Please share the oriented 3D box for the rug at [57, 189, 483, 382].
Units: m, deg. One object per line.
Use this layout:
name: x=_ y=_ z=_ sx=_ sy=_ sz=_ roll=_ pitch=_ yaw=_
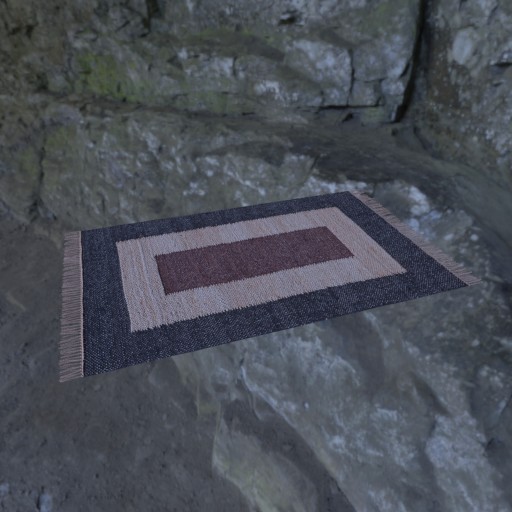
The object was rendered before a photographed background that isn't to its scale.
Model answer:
rug: x=0.000 y=0.000 z=2.440 sx=2.021 sy=0.027 sz=1.224 roll=-10 pitch=34 yaw=-16
